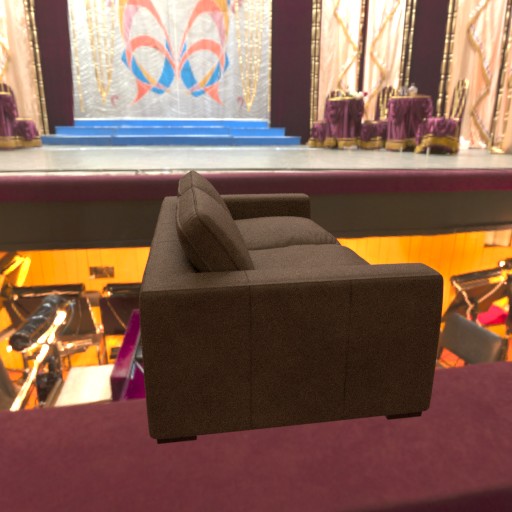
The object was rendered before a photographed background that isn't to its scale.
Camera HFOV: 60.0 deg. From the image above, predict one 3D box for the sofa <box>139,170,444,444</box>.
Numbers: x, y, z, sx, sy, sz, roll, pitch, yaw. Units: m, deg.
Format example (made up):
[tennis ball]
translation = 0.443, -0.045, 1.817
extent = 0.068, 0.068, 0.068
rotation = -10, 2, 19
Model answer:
[sofa]
translation = 0.000, 0.000, 2.394
extent = 1.070, 0.800, 1.920
rotation = -3, 17, -9
